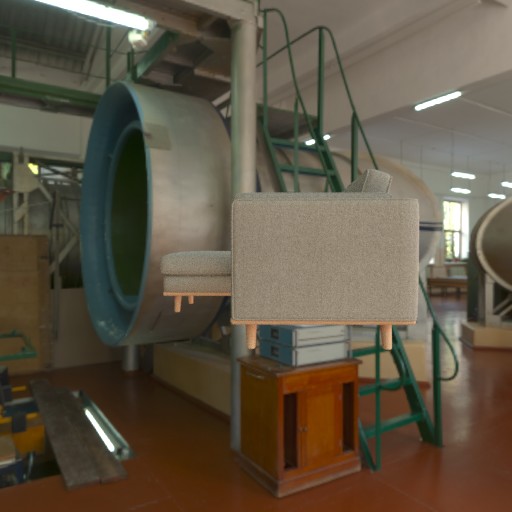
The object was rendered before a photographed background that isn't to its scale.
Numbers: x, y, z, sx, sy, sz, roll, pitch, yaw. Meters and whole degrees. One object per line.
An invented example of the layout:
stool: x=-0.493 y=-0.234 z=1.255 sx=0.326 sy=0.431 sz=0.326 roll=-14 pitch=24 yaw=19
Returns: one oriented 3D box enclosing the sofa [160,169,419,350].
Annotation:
sofa: x=0.000 y=0.000 z=3.232 sx=1.604 sy=0.929 sz=2.411 roll=0 pitch=0 yaw=2
